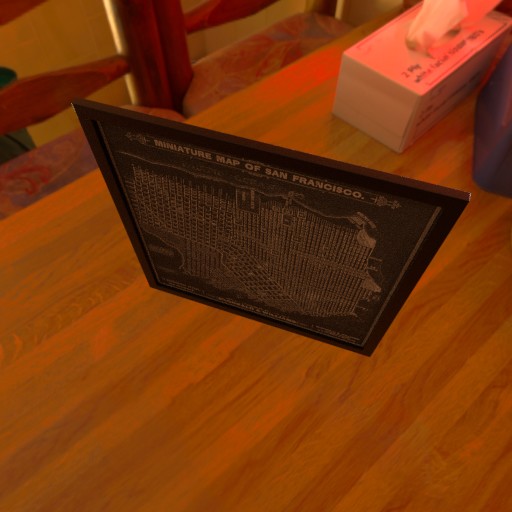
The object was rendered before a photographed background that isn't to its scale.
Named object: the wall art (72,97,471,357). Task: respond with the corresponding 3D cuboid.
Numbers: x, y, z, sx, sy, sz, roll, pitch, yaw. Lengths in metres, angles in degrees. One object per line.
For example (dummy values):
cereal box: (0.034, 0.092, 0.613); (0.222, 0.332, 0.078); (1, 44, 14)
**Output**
wall art: (0.000, 0.000, 0.680); (0.457, 0.458, 0.012); (16, 59, 10)
